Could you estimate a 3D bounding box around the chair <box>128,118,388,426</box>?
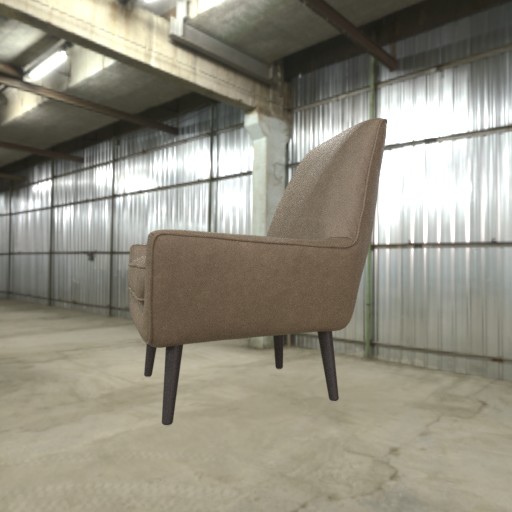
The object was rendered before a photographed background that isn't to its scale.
[{"bbox_3d":[0.000,0.000,1.506,0.824,0.888,0.787,0,-1,-19],"label":"chair"}]
